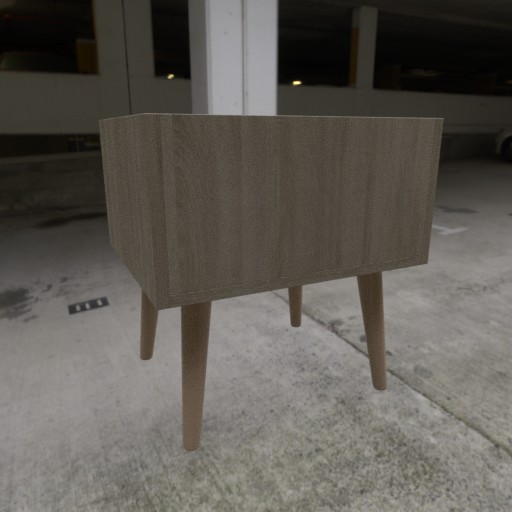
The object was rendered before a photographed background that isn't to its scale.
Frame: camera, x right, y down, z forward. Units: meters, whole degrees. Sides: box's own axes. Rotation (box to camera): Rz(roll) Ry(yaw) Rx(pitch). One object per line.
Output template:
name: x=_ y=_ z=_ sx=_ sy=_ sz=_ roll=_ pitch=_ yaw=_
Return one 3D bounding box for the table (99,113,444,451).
table: x=0.000 y=0.000 z=0.798 sx=0.450 sy=0.470 sz=0.370 roll=-8 pitch=17 yaw=-25
